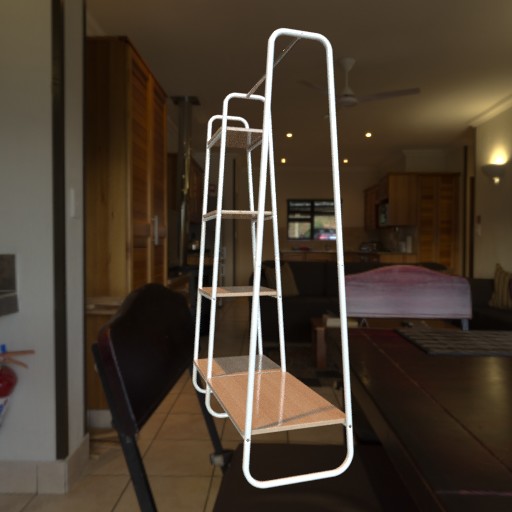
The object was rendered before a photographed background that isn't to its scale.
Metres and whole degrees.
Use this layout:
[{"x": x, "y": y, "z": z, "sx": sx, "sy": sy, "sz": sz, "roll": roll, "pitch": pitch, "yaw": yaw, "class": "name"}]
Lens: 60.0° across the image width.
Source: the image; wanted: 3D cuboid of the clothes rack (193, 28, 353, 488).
[{"x": 0.000, "y": 0.000, "z": 1.947, "sx": 0.400, "sy": 1.500, "sz": 1.011, "roll": 0, "pitch": 1, "yaw": -17, "class": "clothes rack"}]
